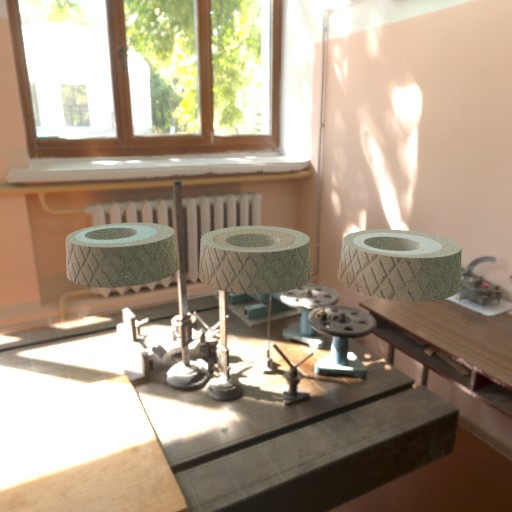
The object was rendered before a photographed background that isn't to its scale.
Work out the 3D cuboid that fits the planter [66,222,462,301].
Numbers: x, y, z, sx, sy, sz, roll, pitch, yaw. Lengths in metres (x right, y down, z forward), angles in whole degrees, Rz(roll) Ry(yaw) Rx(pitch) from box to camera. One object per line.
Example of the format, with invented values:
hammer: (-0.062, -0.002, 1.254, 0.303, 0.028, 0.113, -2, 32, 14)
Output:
planter: (0.000, 0.000, 0.443, 0.390, 0.038, 0.114, 2, 17, 7)
